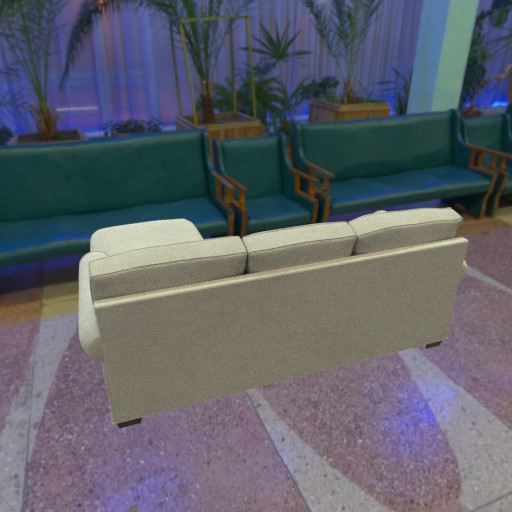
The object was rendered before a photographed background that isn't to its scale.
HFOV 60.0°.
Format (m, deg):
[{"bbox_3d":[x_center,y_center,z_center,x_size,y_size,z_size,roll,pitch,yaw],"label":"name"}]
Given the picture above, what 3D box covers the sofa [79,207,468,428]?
[{"bbox_3d":[0.000,0.000,2.375,1.770,0.734,1.226,-9,29,-17],"label":"sofa"}]
